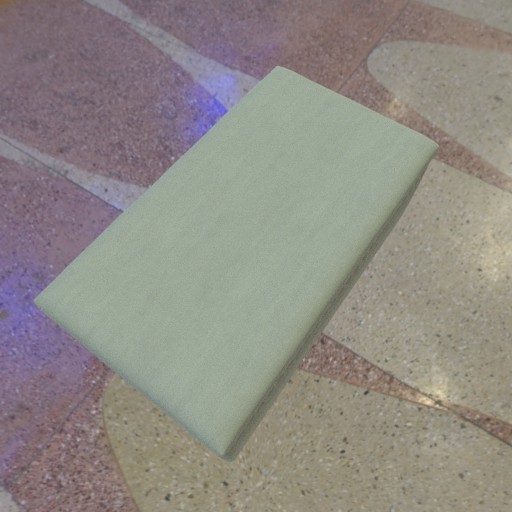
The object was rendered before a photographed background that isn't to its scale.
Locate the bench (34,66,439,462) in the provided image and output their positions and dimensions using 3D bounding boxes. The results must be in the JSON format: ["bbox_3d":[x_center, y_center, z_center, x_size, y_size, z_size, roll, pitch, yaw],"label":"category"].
[{"bbox_3d":[0.000,0.000,1.180,0.500,0.449,0.887,33,67,16],"label":"bench"}]
